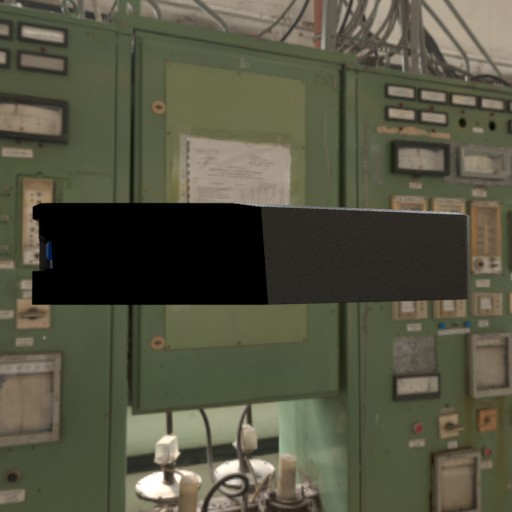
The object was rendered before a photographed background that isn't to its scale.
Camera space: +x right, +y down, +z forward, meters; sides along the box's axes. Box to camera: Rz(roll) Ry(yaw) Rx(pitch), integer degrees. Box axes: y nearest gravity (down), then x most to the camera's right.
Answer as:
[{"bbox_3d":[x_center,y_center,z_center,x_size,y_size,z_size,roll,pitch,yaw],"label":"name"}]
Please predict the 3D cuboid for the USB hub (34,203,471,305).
[{"bbox_3d":[0.000,0.000,0.122,0.110,0.023,0.044,0,-1,-17],"label":"USB hub"}]
